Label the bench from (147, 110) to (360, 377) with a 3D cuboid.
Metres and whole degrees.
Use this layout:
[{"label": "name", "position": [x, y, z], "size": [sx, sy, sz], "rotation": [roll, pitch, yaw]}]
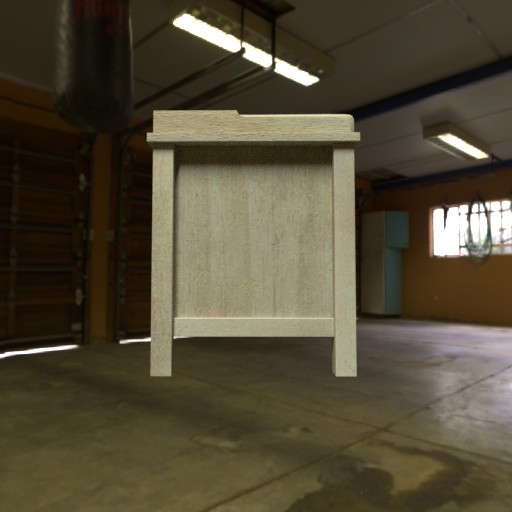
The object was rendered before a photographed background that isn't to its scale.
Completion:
[{"label": "bench", "position": [0.000, 0.000, 1.387], "size": [0.398, 0.501, 1.140], "rotation": [0, -3, 0]}]
